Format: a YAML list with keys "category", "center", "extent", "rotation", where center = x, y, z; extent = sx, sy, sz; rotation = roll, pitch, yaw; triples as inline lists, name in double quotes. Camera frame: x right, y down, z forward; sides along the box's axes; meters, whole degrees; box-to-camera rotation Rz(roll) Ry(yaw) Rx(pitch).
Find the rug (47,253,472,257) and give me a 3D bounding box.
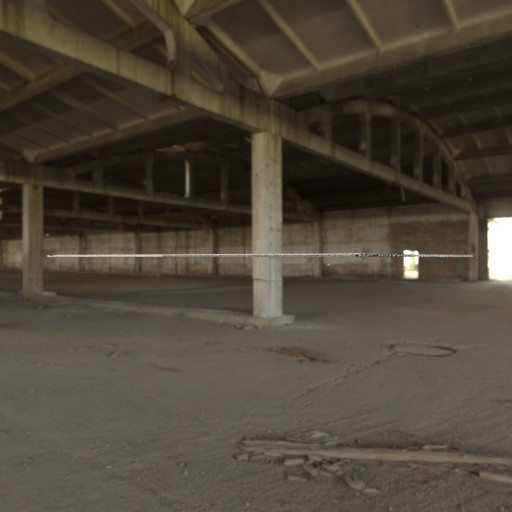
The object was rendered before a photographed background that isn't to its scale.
- category: "rug"
  center: [0.000, 0.000, 2.918]
  extent: [2.312, 0.013, 1.600]
  rotation: [0, 0, 37]
